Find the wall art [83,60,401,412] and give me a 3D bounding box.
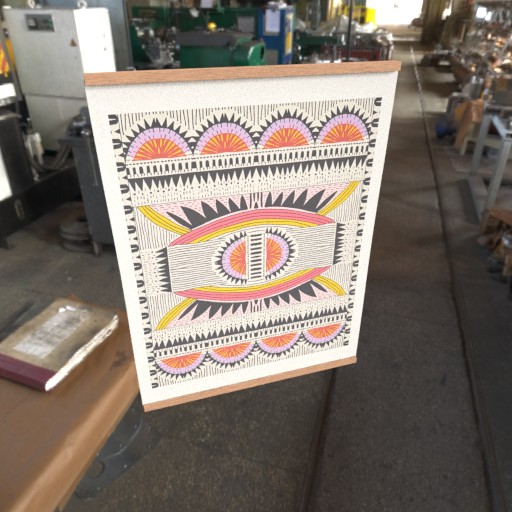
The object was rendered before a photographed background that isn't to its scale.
[{"bbox_3d":[0.000,0.000,1.284,0.765,1.016,0.028,-9,31,-15],"label":"wall art"}]
